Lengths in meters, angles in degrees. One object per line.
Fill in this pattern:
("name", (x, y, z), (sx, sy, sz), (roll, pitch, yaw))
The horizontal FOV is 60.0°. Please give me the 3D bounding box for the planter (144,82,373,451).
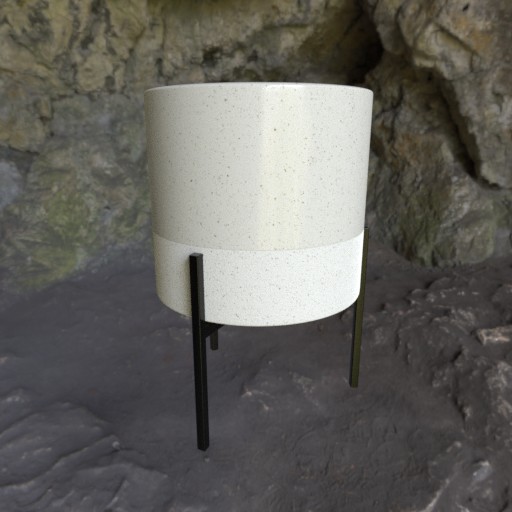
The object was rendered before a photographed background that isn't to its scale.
("planter", (0.000, 0.000, 0.331), (0.152, 0.230, 0.159), (8, 18, 26))
